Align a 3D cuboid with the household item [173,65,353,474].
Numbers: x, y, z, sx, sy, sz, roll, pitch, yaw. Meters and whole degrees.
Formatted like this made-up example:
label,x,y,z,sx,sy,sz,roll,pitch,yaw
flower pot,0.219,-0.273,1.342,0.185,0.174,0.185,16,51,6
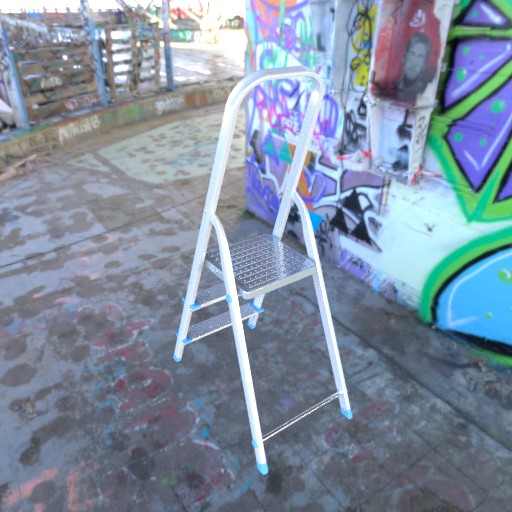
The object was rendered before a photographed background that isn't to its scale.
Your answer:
label,x,y,z,sx,sy,sz,roll,pitch,yaw
household item,0.000,0.000,1.511,0.420,1.215,0.687,-19,35,-30
